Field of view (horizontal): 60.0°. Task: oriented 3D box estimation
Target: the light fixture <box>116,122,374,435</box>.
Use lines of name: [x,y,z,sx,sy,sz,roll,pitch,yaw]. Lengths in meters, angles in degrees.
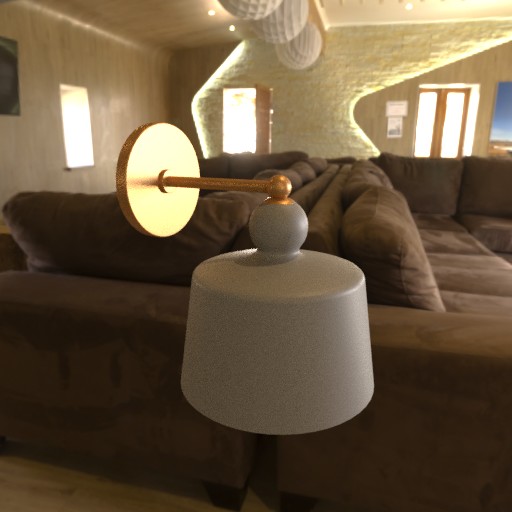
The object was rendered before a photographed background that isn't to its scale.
light fixture: [0.000,0.000,0.457,0.254,0.268,0.204,8,17,28]
